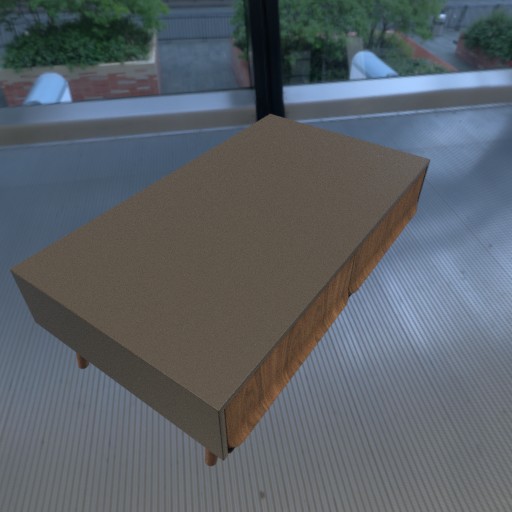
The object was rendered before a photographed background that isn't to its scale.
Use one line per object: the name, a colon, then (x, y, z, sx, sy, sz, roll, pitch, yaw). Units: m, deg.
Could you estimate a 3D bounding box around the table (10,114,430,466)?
table: (0.000, 0.000, 1.488, 0.703, 0.404, 1.201, 25, 46, 26)
